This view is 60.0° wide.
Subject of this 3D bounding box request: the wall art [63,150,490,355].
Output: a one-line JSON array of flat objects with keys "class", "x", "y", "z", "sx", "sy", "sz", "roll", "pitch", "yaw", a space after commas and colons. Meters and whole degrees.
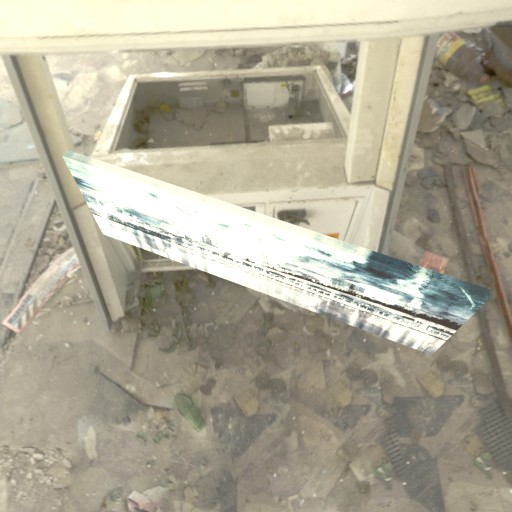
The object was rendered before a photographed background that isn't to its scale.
[{"class": "wall art", "x": 0.000, "y": 0.000, "z": 1.703, "sx": 1.524, "sy": 0.509, "sz": 0.037, "roll": 19, "pitch": 61, "yaw": 11}]
